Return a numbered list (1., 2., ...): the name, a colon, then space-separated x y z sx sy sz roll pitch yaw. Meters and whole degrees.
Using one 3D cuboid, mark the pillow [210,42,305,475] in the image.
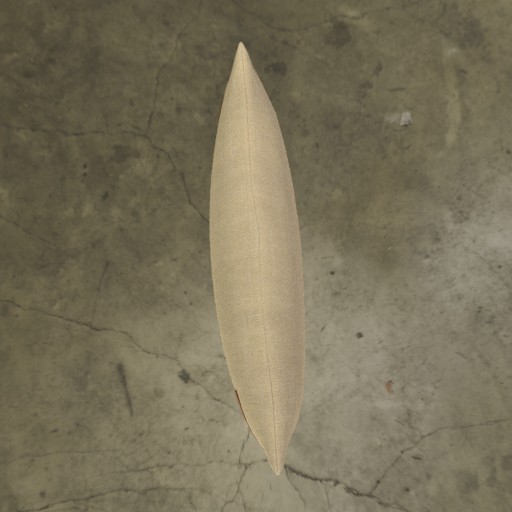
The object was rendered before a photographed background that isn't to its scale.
1. pillow: 0.000 0.000 0.736 0.148 0.308 0.612 -5 76 -1
